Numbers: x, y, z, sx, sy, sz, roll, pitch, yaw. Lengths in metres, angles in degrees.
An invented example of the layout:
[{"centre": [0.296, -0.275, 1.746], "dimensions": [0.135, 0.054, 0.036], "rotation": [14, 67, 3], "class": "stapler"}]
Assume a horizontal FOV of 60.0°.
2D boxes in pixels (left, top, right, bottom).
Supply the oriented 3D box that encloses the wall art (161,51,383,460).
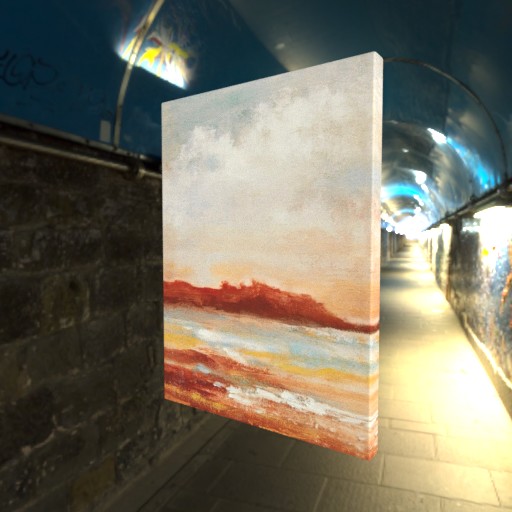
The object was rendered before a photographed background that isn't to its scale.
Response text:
[{"centre": [0.000, 0.000, 0.792], "dimensions": [0.443, 0.605, 0.035], "rotation": [2, 4, 35], "class": "wall art"}]
